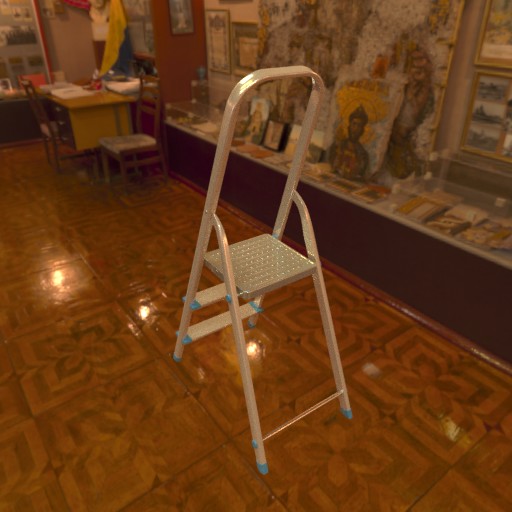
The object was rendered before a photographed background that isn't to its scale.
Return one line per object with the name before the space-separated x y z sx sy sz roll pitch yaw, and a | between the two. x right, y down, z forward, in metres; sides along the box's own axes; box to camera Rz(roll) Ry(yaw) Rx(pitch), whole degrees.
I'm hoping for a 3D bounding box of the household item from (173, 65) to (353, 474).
household item | 0.000 0.000 1.511 0.420 1.215 0.687 -19 35 -30
